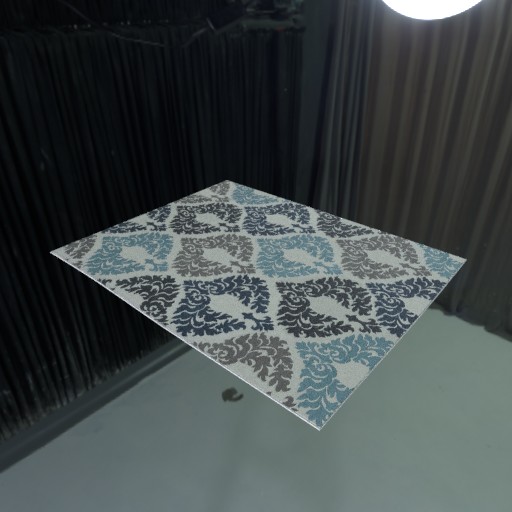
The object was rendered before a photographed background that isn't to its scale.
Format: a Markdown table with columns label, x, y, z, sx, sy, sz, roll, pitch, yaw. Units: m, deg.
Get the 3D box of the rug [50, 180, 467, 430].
| label | x | y | z | sx | sy | sz | roll | pitch | yaw |
| --- | --- | --- | --- | --- | --- | --- | --- | --- | --- |
| rug | 0.000 | 0.000 | 4.117 | 3.040 | 0.014 | 2.423 | 24 | 38 | 34 |
